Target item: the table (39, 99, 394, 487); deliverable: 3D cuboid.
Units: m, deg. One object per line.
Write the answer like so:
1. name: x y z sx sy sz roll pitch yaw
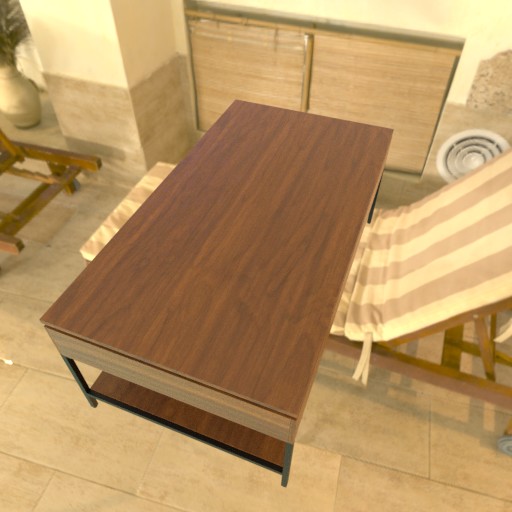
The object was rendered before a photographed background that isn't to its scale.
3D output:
1. table: 0.000 0.000 1.357 0.574 0.414 1.057 16 48 15
